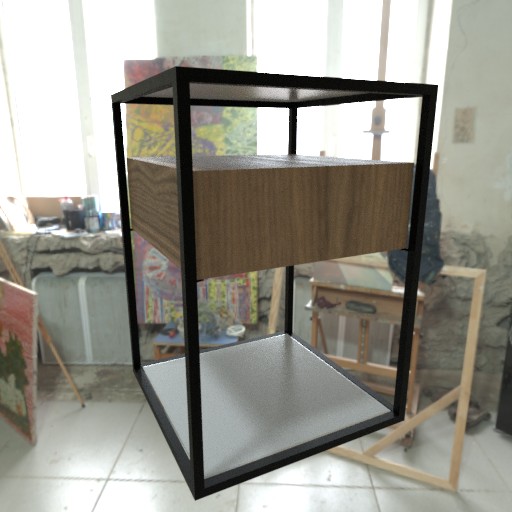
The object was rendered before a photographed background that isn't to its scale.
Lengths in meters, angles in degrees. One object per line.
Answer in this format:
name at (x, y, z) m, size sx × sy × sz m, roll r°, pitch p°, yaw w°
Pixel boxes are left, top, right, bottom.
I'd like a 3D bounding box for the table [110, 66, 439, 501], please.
table at (0.000, 0.000, 0.767) m, size 0.378 × 0.540 × 0.378 m, roll -8°, pitch 17°, yaw -26°
